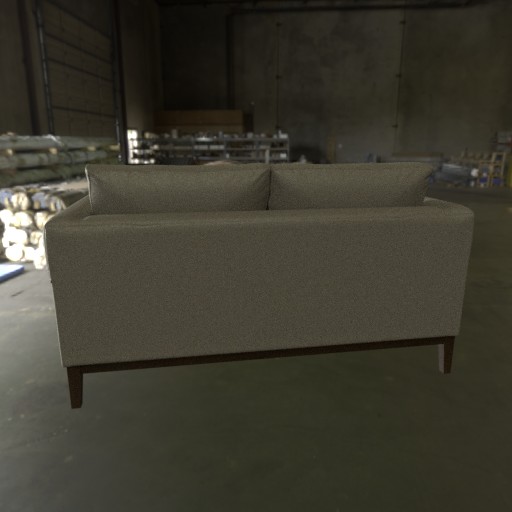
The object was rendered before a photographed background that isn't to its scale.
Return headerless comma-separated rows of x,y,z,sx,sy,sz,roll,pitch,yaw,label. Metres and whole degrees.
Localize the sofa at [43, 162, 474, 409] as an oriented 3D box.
0.000,0.000,2.057,1.598,0.873,0.899,-3,15,-9,sofa
